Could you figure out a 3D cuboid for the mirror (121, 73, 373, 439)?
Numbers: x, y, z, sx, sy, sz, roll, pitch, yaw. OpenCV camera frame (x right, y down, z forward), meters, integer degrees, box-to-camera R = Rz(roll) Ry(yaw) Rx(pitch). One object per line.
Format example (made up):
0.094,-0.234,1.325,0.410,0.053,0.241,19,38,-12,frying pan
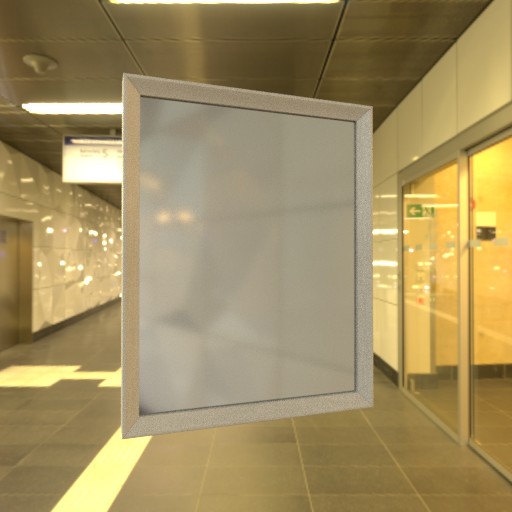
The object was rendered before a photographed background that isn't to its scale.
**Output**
0.000,0.000,0.701,0.406,0.509,0.041,0,-1,-19,mirror
